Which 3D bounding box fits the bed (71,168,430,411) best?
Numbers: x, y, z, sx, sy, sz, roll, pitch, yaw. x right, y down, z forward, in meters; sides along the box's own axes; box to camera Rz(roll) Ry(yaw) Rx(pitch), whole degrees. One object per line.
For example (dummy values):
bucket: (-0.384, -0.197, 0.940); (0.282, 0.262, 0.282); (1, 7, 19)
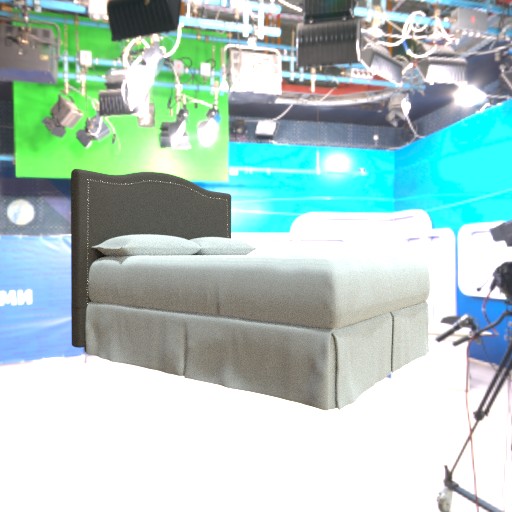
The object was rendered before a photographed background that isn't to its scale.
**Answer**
bed: (0.000, 0.000, 3.172); (2.036, 1.387, 1.666); (0, 1, 36)
